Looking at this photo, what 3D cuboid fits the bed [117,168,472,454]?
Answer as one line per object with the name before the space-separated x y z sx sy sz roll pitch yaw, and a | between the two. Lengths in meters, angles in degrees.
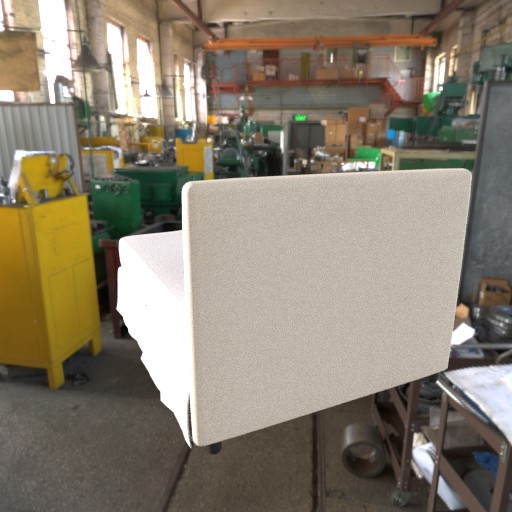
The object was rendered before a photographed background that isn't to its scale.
bed | 0.000 0.000 3.180 1.713 1.330 2.142 -7 17 -25
